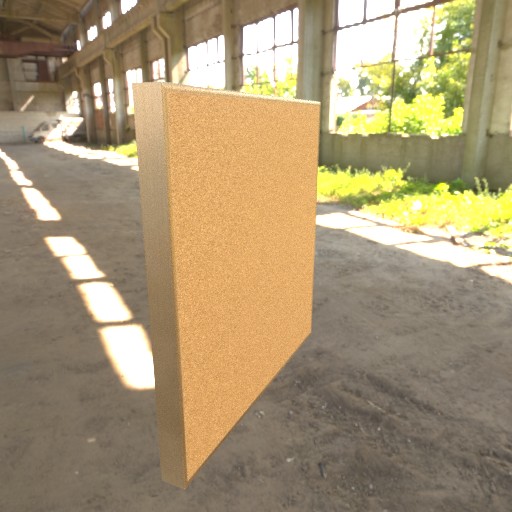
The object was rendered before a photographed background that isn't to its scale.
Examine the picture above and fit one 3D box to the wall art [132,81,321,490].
[{"bbox_3d":[0.000,0.000,0.749,0.038,0.511,0.513,8,18,25],"label":"wall art"}]
